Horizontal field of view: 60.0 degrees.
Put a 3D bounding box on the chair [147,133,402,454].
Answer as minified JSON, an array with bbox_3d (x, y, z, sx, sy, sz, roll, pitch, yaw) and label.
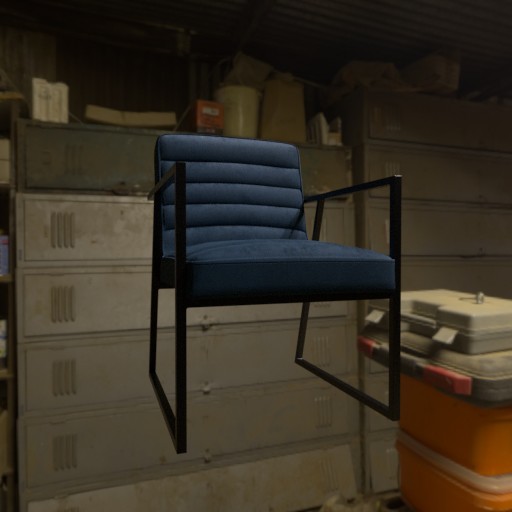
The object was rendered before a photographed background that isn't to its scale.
[{"bbox_3d":[0.000,0.000,1.319,0.571,0.833,0.677,0,1,-19],"label":"chair"}]
